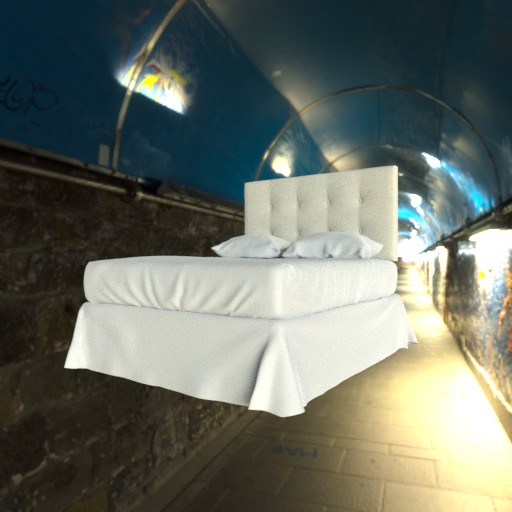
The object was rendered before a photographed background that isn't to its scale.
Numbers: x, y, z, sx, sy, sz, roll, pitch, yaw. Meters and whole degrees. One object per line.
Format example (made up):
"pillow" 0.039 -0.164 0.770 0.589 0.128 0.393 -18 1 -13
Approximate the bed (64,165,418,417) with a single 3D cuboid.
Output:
"bed" 0.000 0.000 3.494 1.936 1.577 2.222 0 0 35
